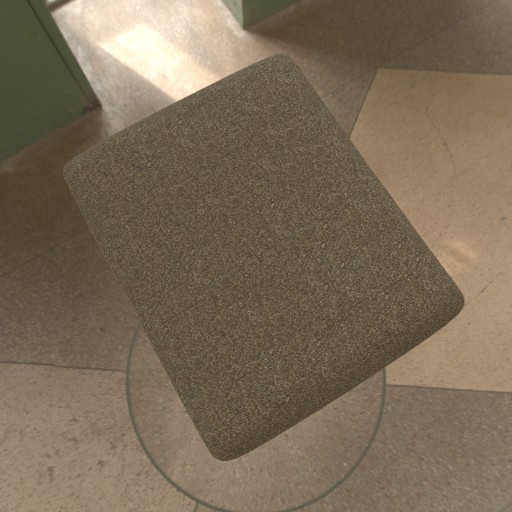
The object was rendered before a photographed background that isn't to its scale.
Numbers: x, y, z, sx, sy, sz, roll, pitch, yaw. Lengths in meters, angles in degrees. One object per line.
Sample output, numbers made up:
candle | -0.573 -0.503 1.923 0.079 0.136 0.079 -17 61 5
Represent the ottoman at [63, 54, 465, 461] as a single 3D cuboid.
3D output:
ottoman | 0.000 0.000 1.101 0.598 0.476 0.742 -30 77 -7
